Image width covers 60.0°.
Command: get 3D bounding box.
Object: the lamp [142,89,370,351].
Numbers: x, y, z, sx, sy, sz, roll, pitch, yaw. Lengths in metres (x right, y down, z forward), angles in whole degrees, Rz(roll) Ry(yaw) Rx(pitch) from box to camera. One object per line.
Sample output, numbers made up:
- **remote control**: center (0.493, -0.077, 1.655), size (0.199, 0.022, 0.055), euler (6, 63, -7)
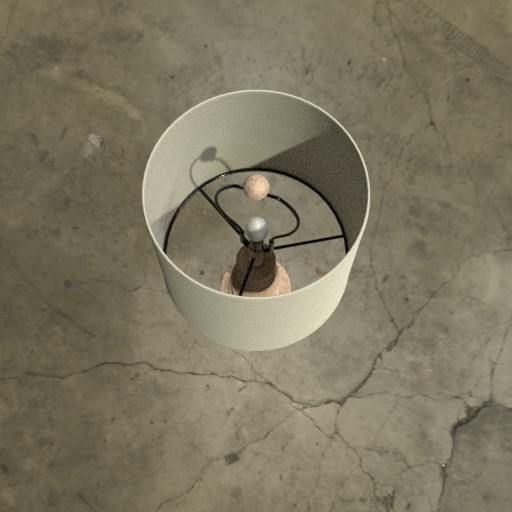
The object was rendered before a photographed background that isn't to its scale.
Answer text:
- **lamp**: center (0.000, 0.000, 0.649), size (0.273, 0.497, 0.273), euler (0, 74, 0)
